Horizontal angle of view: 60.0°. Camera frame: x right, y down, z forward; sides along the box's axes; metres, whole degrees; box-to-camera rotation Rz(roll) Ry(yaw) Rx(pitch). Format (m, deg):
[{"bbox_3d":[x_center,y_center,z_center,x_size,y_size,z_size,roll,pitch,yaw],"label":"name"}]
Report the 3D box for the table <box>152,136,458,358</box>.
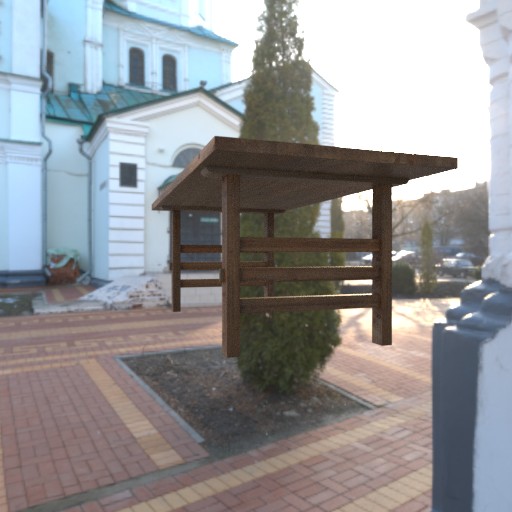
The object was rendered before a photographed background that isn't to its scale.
[{"bbox_3d":[0.000,0.000,2.486,0.952,0.760,2.003,0,0,-19],"label":"table"}]
